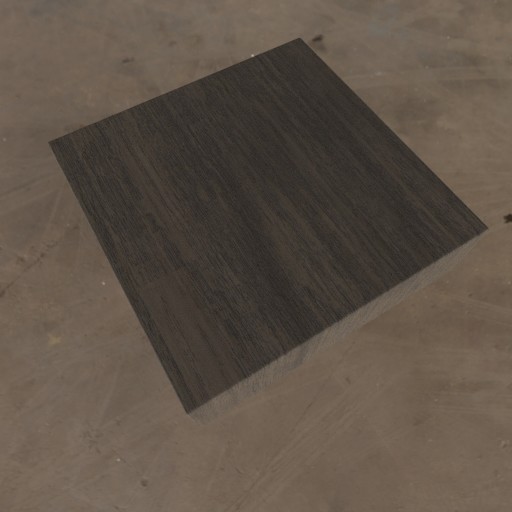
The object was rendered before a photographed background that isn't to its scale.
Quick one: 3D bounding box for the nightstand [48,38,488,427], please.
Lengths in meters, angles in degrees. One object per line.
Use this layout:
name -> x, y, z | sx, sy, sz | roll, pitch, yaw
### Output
nightstand -> 0.000, 0.000, 0.912 | 0.503, 0.497, 0.502 | -28, 66, -14
